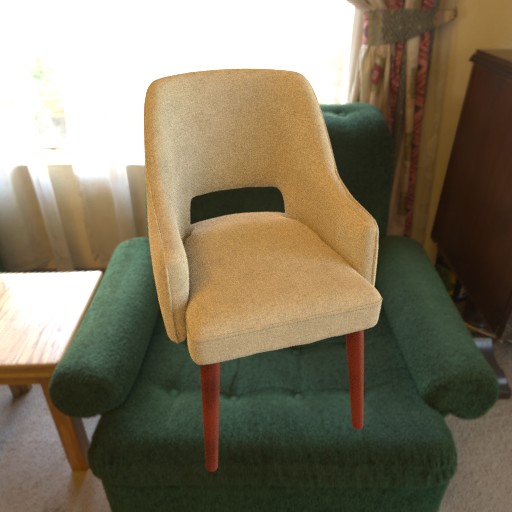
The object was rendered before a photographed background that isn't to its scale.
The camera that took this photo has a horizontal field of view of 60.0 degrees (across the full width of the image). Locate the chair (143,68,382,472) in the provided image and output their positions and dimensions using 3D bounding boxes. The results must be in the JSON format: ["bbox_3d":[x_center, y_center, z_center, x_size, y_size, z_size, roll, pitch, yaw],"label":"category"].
[{"bbox_3d":[0.000,0.000,1.192,0.548,0.849,0.605,-9,33,-15],"label":"chair"}]
